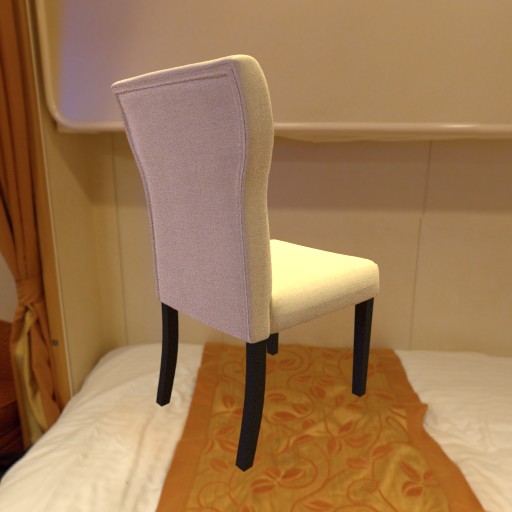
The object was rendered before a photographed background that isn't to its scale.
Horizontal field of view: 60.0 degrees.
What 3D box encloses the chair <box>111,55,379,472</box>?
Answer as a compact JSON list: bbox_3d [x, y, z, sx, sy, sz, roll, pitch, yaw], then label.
[{"bbox_3d":[0.000,0.000,1.246,0.597,0.921,0.509,-13,19,-41],"label":"chair"}]
